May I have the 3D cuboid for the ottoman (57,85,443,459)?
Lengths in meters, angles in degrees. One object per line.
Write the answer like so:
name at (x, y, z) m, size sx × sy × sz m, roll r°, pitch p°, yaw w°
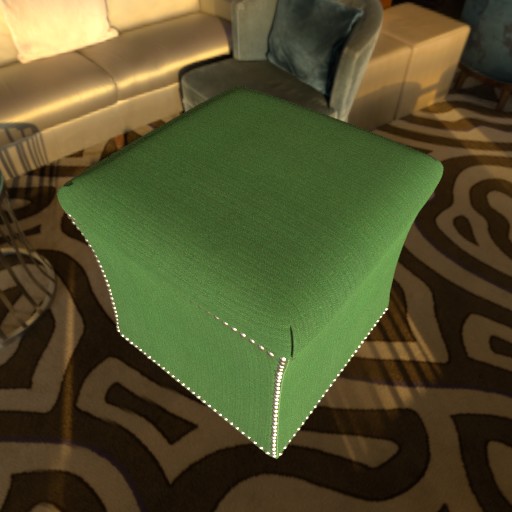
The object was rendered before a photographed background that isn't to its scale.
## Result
ottoman at (0.000, 0.000, 0.909) m, size 0.507 × 0.475 × 0.497 m, roll 30°, pitch 54°, yaw 25°
